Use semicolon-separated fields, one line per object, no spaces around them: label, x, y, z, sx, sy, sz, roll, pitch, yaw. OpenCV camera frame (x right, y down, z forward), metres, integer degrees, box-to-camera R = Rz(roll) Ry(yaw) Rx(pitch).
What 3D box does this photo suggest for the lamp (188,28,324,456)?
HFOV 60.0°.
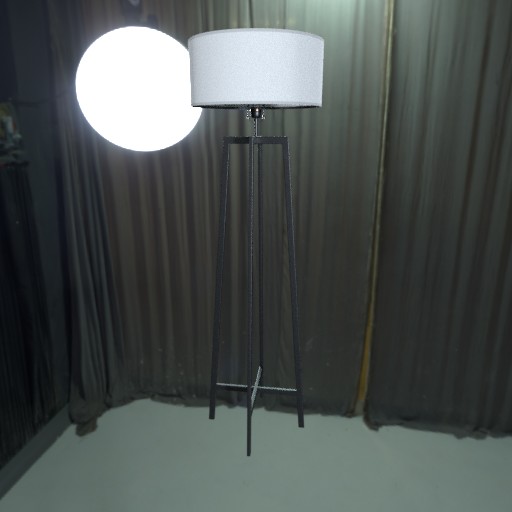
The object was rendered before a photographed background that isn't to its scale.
lamp;0.000;0.000;1.717;0.457;1.510;0.456;2;16;8
